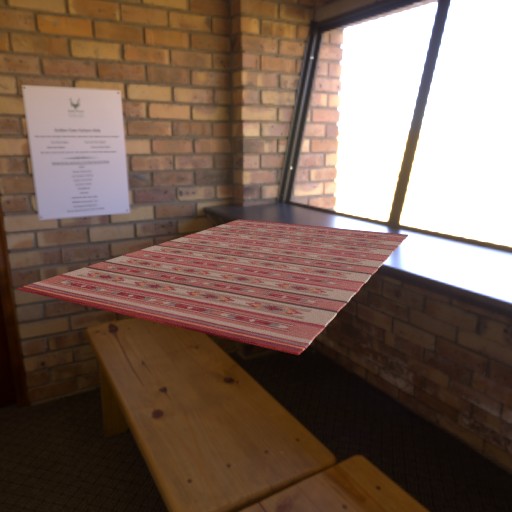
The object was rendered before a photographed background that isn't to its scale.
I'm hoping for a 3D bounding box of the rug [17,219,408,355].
[{"bbox_3d":[0.000,0.000,2.283,1.223,0.008,1.817,7,16,27],"label":"rug"}]
